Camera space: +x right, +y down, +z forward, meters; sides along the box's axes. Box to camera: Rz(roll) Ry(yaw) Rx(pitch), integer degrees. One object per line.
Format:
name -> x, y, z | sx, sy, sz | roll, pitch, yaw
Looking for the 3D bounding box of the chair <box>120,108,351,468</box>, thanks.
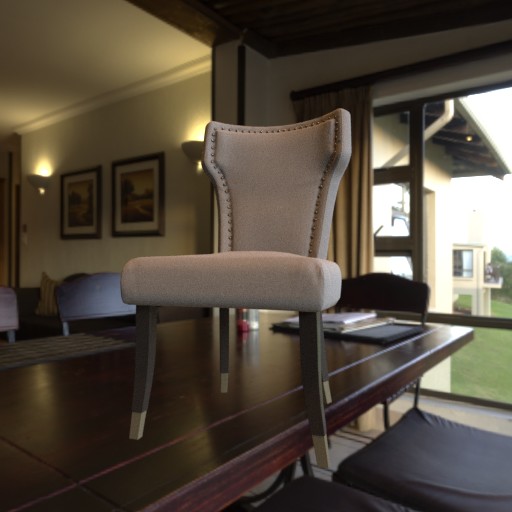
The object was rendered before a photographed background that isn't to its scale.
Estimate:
chair -> 0.000, 0.000, 1.317 | 0.526, 0.950, 0.630 | 0, 0, 18
